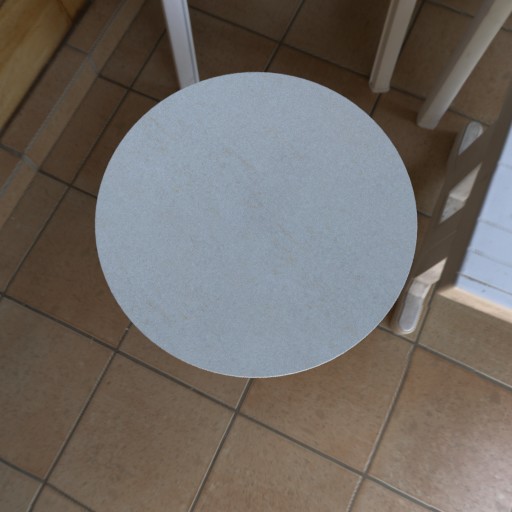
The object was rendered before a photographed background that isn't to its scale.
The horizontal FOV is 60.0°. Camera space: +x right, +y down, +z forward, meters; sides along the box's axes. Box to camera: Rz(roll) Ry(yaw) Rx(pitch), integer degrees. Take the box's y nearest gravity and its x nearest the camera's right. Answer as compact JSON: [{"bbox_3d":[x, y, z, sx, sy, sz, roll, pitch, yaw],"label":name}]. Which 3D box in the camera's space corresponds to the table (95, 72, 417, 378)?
[{"bbox_3d":[0.000,0.000,0.962,0.500,0.564,0.500,0,76,0],"label":"table"}]
